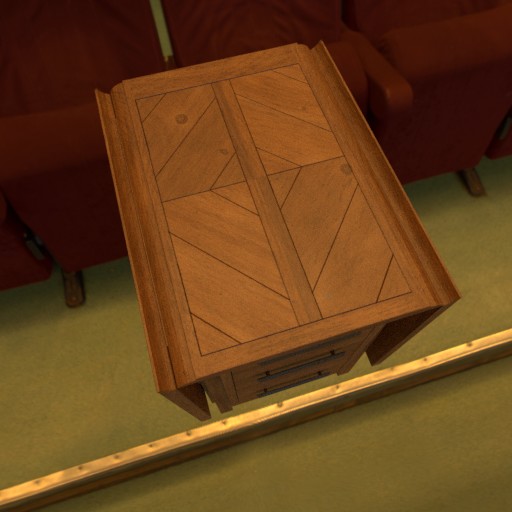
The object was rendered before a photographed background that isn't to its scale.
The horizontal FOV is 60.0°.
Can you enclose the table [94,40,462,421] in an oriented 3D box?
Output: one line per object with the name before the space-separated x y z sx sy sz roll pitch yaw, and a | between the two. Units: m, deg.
table | 0.000 0.000 1.295 0.591 0.763 0.746 -16 65 -7
